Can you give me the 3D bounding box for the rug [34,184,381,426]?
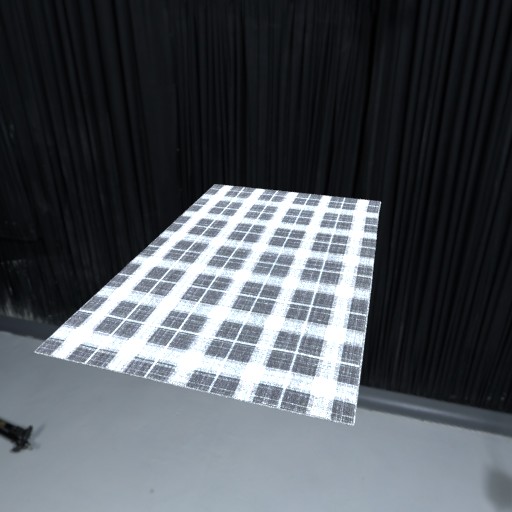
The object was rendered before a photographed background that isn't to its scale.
[{"bbox_3d":[0.000,0.000,2.952,1.520,0.015,2.434,8,30,14],"label":"rug"}]
